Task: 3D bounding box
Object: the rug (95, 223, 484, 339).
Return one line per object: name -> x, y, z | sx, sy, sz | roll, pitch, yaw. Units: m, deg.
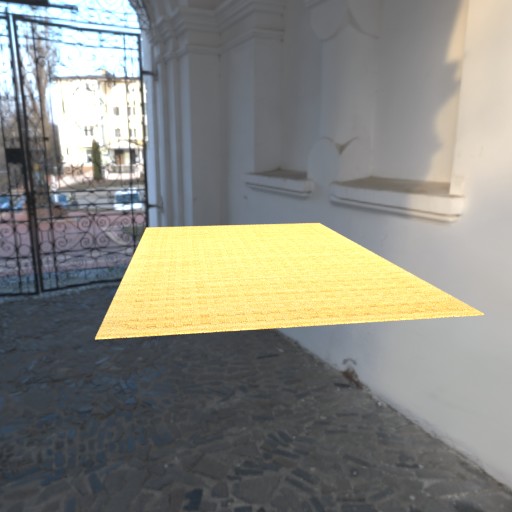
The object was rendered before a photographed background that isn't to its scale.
rug -> 0.000, 0.000, 2.792 | 1.524, 0.006, 2.286 | -2, 14, -9
